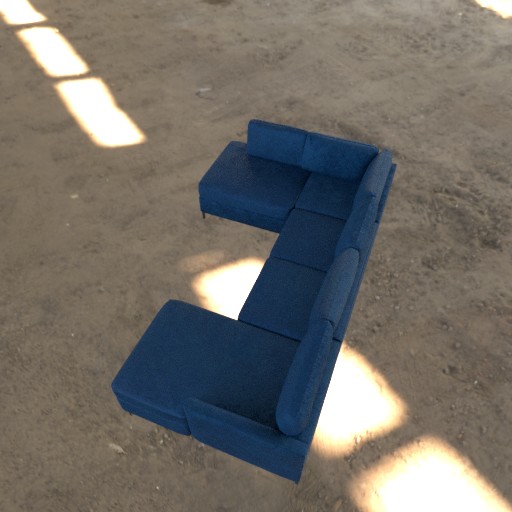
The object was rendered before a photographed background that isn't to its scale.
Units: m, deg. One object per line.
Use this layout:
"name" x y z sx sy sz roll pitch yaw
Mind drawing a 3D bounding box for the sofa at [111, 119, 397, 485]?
"sofa" 0.000 0.000 4.339 2.055 0.992 3.434 17 50 15
